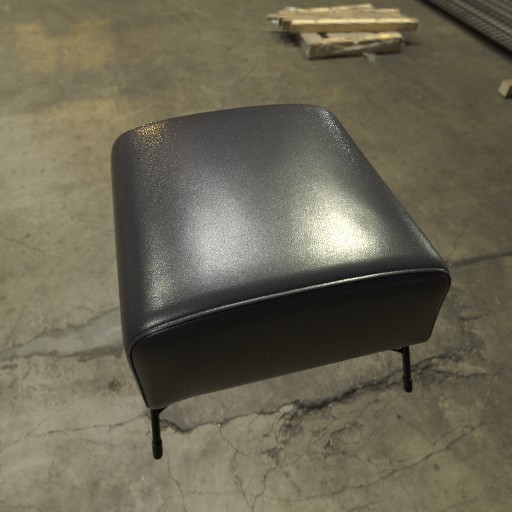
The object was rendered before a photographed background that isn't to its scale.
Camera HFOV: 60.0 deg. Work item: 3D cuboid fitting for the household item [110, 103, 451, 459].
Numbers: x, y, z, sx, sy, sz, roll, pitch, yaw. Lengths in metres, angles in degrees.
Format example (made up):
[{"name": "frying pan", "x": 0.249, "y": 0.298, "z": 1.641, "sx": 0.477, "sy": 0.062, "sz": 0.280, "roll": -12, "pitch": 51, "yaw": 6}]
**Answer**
[{"name": "household item", "x": 0.000, "y": 0.000, "z": 0.887, "sx": 0.530, "sy": 0.410, "sz": 0.530, "roll": -11, "pitch": 48, "yaw": -10}]
